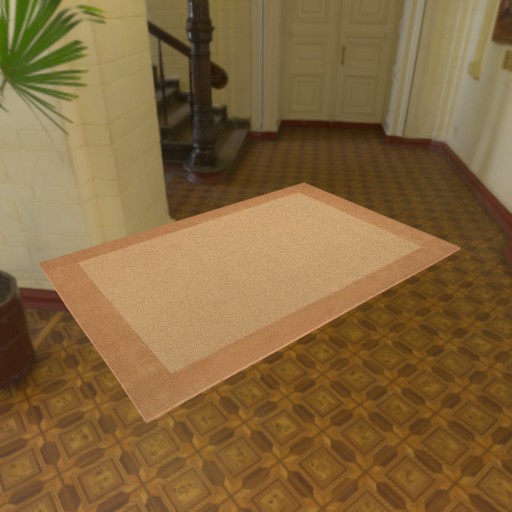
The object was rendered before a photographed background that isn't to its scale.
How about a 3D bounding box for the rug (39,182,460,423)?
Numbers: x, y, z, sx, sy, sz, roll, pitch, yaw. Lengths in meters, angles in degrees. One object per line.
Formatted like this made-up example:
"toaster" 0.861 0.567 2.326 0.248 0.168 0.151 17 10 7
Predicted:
"rug" 0.000 0.000 2.298 1.829 0.014 1.219 -21 37 -32
